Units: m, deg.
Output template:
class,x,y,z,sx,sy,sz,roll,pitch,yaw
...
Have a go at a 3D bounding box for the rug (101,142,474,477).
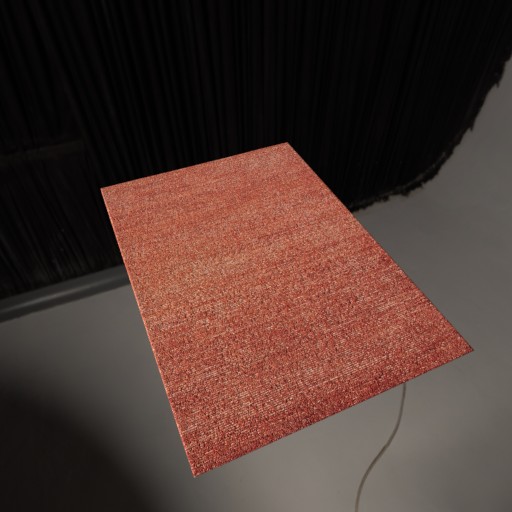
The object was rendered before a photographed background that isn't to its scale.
class,x,y,z,sx,sy,sz,roll,pitch,yaw
rug,0.000,0.000,5.082,2.803,0.025,3.965,-18,49,-16
